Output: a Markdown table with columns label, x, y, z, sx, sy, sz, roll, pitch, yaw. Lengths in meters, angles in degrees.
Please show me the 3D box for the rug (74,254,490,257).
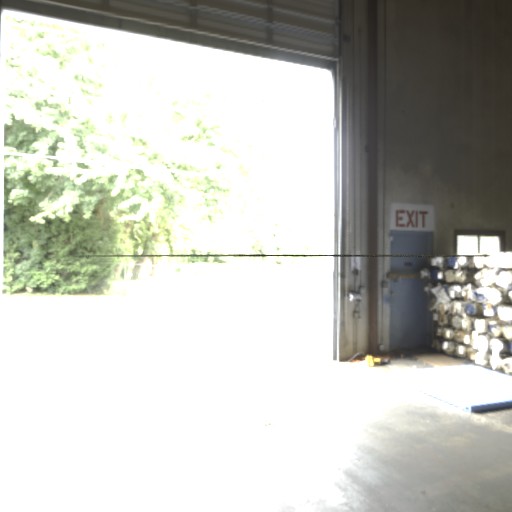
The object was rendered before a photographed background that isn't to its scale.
| label | x | y | z | sx | sy | sz | roll | pitch | yaw |
| --- | --- | --- | --- | --- | --- | --- | --- | --- | --- |
| rug | 0.000 | 0.000 | 4.069 | 2.441 | 0.013 | 3.056 | 0 | 0 | -36 |
